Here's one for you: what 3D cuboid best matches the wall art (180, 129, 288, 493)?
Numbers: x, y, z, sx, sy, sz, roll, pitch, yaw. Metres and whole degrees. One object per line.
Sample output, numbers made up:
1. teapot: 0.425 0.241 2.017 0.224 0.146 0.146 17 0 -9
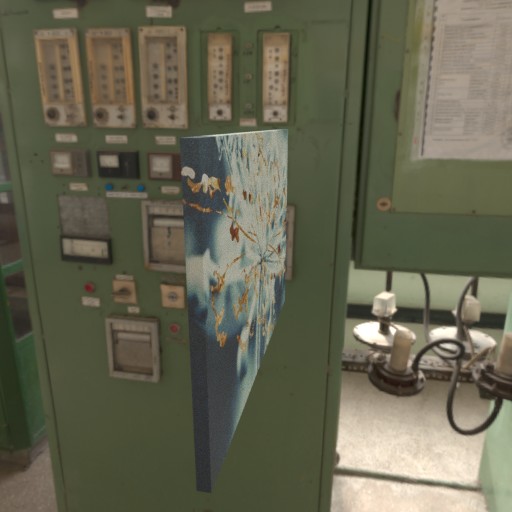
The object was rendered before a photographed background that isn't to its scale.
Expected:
1. wall art: 0.000 0.000 1.408 0.035 0.759 1.138 3 17 11
